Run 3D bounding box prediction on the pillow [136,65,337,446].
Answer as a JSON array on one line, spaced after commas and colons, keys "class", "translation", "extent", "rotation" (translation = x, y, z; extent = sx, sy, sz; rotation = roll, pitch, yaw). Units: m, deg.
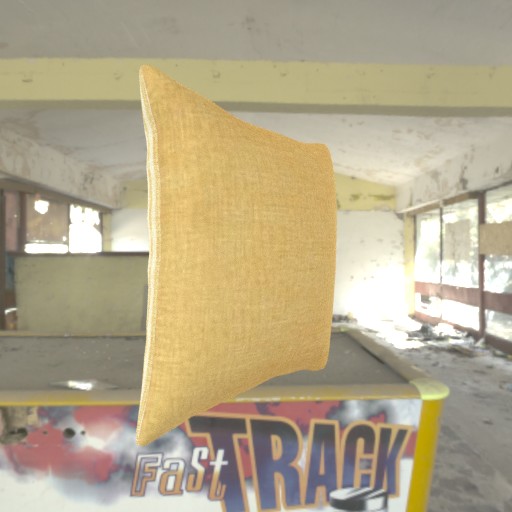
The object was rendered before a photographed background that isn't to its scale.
[{"class": "pillow", "translation": [0.000, 0.000, 0.638], "extent": [0.173, 0.407, 0.419], "rotation": [0, -1, 36]}]
